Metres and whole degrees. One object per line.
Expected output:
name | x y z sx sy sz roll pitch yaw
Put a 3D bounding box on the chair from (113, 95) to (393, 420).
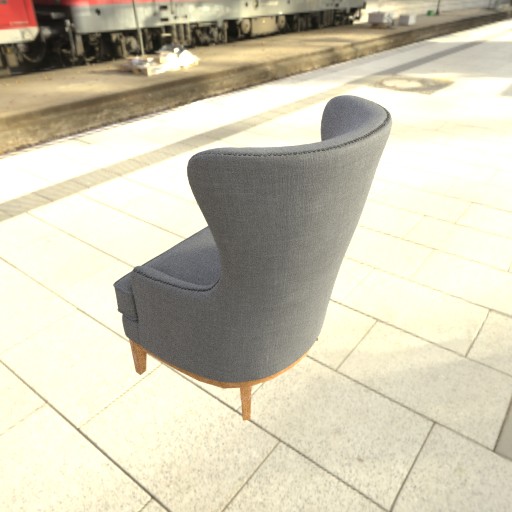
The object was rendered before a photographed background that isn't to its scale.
chair | 0.000 0.000 1.816 0.883 1.176 0.864 21 38 29
